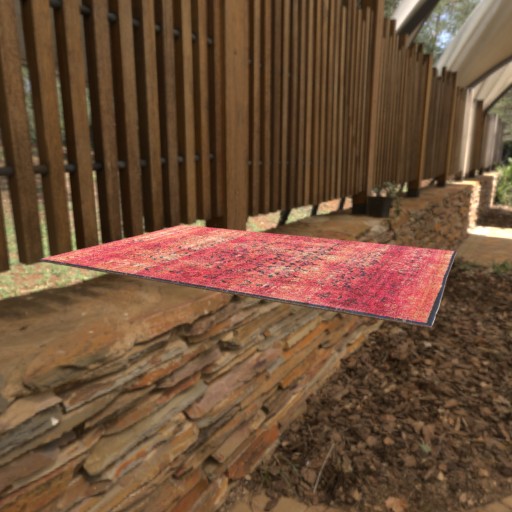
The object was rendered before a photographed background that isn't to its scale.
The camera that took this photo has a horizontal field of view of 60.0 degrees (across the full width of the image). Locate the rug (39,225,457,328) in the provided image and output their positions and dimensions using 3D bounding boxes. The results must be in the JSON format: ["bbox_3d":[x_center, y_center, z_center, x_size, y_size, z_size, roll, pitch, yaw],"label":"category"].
[{"bbox_3d":[0.000,0.000,3.050,2.449,0.018,1.539,7,15,27],"label":"rug"}]
